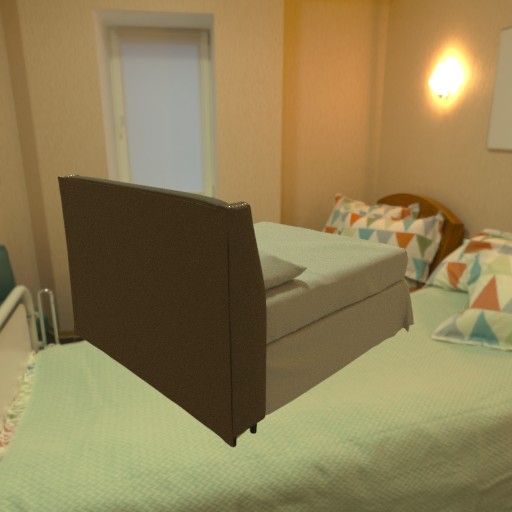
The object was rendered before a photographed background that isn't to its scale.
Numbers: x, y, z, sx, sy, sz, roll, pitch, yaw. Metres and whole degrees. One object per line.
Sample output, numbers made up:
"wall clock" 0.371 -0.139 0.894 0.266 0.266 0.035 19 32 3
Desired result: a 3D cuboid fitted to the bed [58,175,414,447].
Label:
"bed" 0.000 0.000 3.558 1.925 1.332 2.276 15 22 43
